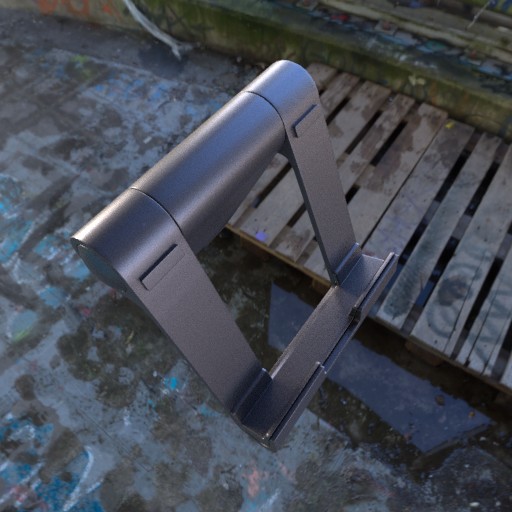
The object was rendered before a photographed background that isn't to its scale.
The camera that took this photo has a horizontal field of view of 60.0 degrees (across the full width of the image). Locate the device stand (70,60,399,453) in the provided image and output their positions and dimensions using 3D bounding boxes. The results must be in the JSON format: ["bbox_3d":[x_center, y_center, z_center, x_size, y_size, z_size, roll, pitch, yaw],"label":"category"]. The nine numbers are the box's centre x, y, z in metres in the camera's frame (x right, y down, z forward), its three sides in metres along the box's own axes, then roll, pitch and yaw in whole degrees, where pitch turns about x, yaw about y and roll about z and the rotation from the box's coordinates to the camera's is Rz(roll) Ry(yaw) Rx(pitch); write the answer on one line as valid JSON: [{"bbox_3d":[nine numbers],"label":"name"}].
[{"bbox_3d":[0.000,0.000,0.151,0.079,0.084,0.088,32,63,18],"label":"device stand"}]
